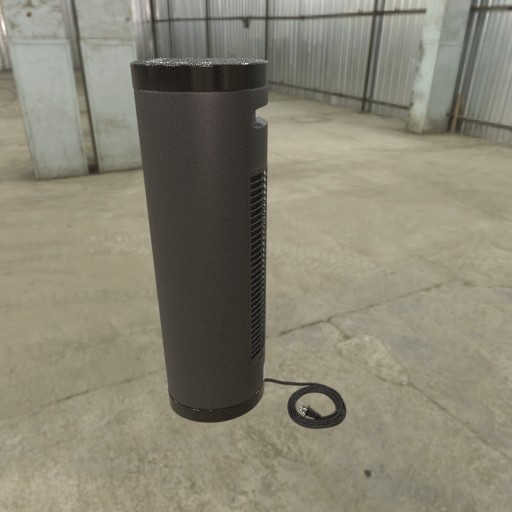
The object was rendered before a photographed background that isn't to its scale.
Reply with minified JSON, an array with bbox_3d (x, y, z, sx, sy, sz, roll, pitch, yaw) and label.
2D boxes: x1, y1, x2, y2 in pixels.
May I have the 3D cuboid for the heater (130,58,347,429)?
[{"bbox_3d":[0.000,0.000,0.683,0.312,0.552,0.174,0,27,0],"label":"heater"}]
